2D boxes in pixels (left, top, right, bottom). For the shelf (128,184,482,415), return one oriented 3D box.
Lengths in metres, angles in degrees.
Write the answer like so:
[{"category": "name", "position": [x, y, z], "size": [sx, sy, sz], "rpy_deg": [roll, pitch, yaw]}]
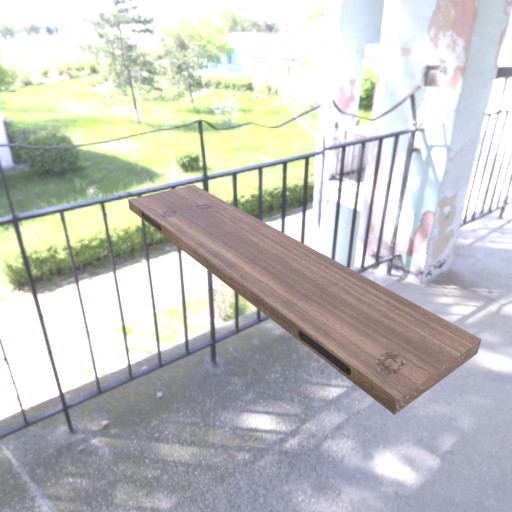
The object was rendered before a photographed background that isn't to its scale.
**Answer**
[{"category": "shelf", "position": [0.000, 0.000, 0.650], "size": [0.140, 0.020, 0.610], "rpy_deg": [-19, 34, -32]}]
